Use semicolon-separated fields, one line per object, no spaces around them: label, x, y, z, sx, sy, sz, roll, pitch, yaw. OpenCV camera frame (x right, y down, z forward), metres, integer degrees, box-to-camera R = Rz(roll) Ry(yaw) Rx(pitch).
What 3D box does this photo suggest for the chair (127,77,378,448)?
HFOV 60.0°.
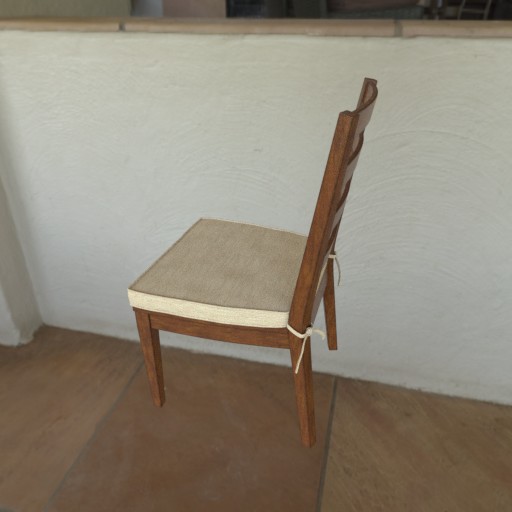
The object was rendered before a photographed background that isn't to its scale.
chair;0.000;0.000;1.354;0.595;0.979;0.593;9;31;15
